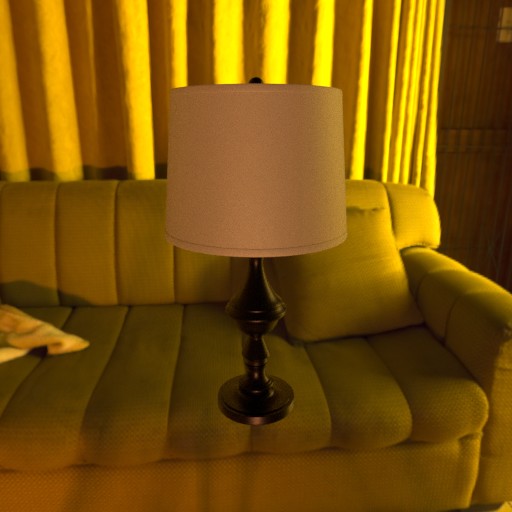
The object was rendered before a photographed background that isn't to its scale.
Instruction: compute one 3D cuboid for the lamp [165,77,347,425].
[{"bbox_3d":[0.000,0.000,0.964,0.383,0.726,0.383,0,16,0],"label":"lamp"}]
